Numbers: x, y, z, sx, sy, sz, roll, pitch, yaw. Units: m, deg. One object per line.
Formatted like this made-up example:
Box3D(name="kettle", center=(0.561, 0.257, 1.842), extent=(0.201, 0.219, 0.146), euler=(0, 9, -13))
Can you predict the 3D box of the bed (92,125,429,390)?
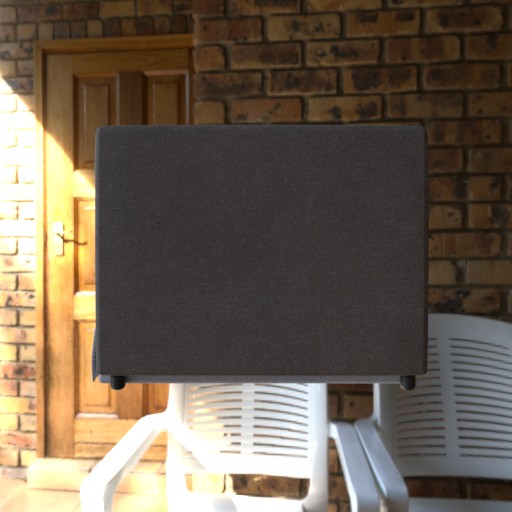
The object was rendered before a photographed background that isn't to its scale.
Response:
Box3D(name="bed", center=(0.000, 0.000, 3.232), extent=(1.723, 1.330, 2.142), euler=(0, 1, 0))
